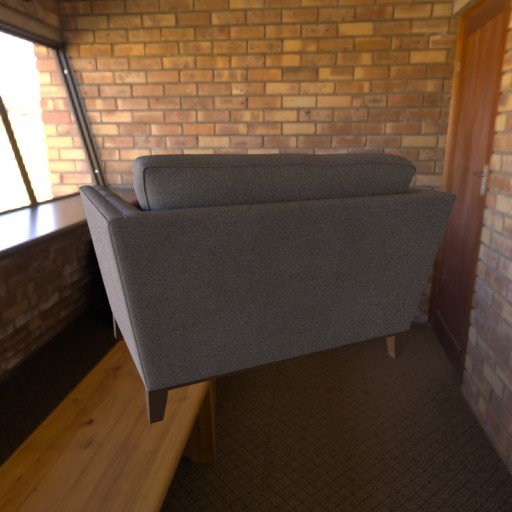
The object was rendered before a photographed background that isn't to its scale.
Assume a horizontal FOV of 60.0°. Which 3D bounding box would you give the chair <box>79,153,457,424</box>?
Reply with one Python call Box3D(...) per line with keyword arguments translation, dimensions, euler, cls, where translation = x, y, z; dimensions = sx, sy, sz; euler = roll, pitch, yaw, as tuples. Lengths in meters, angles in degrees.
Box3D(translation=(0.000, 0.000, 2.036), dimensions=(1.396, 0.942, 0.965), euler=(-7, 16, -25), cls="chair")
